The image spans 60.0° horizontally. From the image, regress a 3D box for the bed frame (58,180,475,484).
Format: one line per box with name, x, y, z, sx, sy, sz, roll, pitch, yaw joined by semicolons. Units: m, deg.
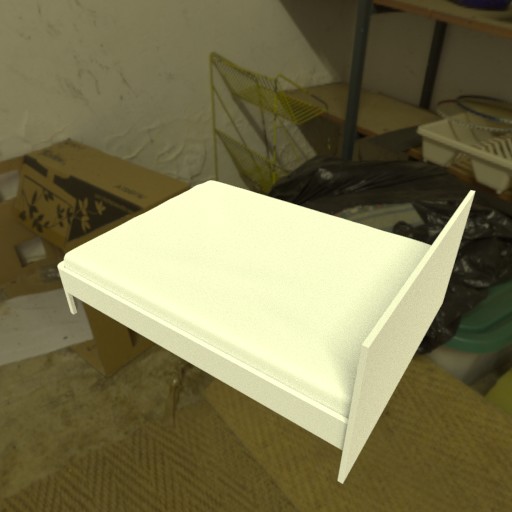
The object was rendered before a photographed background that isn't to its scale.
bed frame;0.000;0.000;2.655;1.950;0.800;1.490;21;38;29
